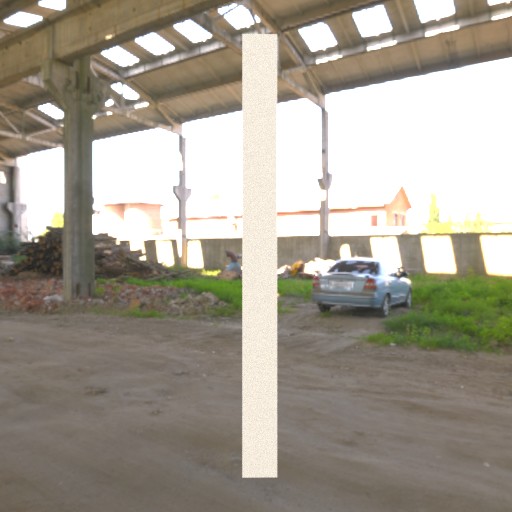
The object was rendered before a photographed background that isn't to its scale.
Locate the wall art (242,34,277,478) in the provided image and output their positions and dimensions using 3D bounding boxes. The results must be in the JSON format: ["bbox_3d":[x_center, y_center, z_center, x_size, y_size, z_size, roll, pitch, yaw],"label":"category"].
[{"bbox_3d":[0.000,0.000,0.456,0.024,0.304,0.304,0,0,-1],"label":"wall art"}]
